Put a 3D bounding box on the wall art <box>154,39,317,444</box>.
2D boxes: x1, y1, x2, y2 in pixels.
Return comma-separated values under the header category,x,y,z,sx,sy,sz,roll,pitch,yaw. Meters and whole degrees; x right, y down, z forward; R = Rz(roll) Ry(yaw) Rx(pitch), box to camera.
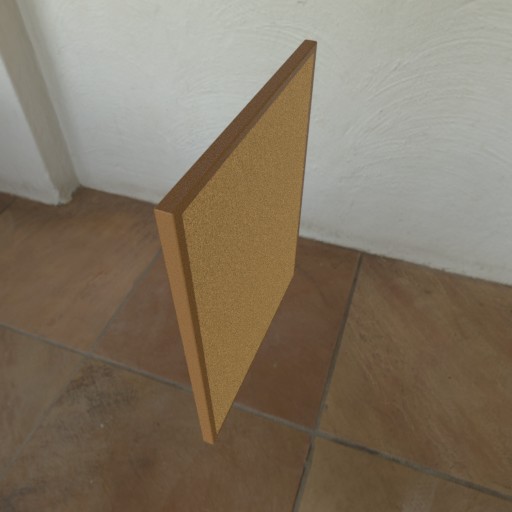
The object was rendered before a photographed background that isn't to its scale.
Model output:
category,x,y,z,sx,sy,sz,roll,pitch,yaw
wall art,0.000,0.000,0.751,0.021,0.550,0.449,17,48,16
